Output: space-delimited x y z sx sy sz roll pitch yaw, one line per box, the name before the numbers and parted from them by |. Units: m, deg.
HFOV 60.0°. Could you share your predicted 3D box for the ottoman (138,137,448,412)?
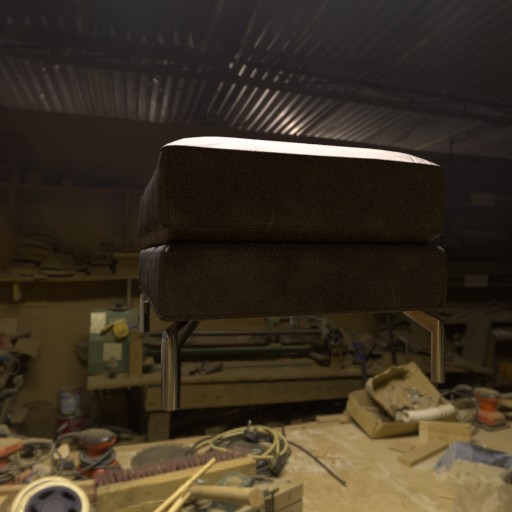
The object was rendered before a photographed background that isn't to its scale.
ottoman | 0.000 0.000 1.060 0.520 0.456 0.719 0 0 -17
